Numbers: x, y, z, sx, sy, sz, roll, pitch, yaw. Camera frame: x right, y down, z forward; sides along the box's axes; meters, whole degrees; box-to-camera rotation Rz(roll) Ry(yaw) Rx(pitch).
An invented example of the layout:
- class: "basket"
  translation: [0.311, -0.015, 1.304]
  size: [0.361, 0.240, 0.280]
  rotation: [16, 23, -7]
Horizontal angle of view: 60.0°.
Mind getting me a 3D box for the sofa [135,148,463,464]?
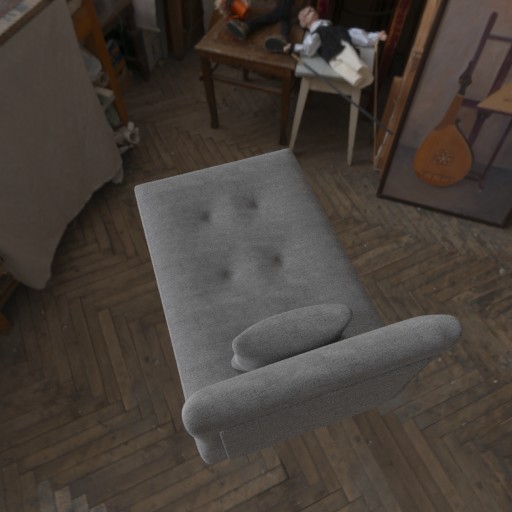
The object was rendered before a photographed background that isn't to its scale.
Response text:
- class: "sofa"
  translation: [0.000, 0.000, 1.982]
  size: [0.930, 0.820, 1.450]
  rotation: [-16, 59, -10]
